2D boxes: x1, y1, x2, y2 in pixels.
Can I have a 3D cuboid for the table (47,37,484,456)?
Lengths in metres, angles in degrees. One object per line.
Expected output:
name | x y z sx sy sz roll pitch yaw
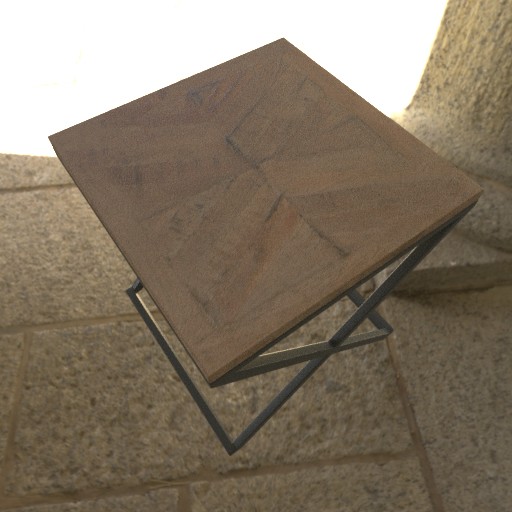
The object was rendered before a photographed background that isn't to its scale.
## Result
table | 0.000 0.000 0.929 0.498 0.550 0.499 -31 62 -18
